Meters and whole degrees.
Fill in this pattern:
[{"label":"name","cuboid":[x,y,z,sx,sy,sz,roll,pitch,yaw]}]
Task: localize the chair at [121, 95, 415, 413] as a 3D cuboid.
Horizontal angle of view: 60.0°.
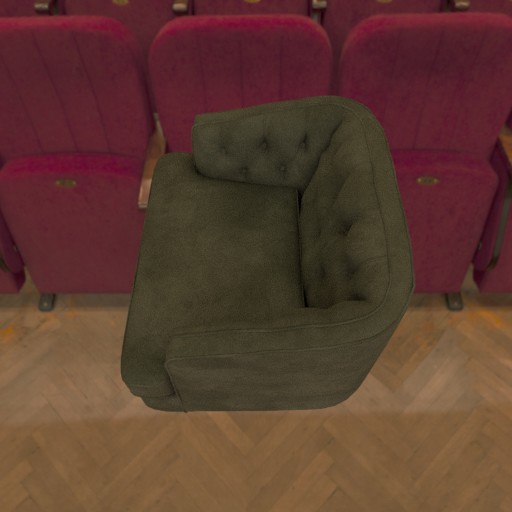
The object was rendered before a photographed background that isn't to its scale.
[{"label":"chair","cuboid":[0.000,0.000,1.787,0.941,0.852,1.104,0,57,0]}]
